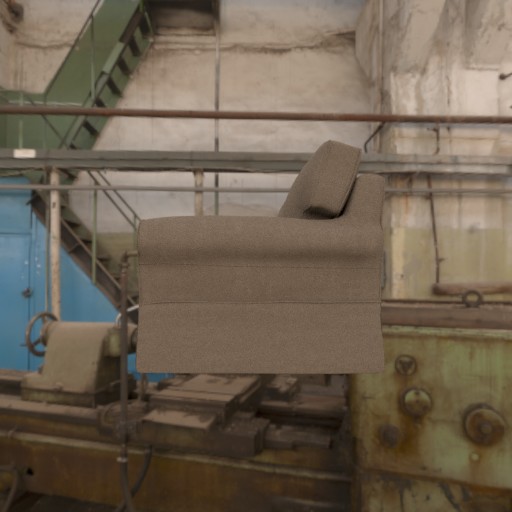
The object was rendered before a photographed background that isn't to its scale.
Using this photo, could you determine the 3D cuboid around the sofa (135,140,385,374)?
[{"bbox_3d":[0.000,0.000,2.759,0.991,0.943,2.248,0,-1,0],"label":"sofa"}]
